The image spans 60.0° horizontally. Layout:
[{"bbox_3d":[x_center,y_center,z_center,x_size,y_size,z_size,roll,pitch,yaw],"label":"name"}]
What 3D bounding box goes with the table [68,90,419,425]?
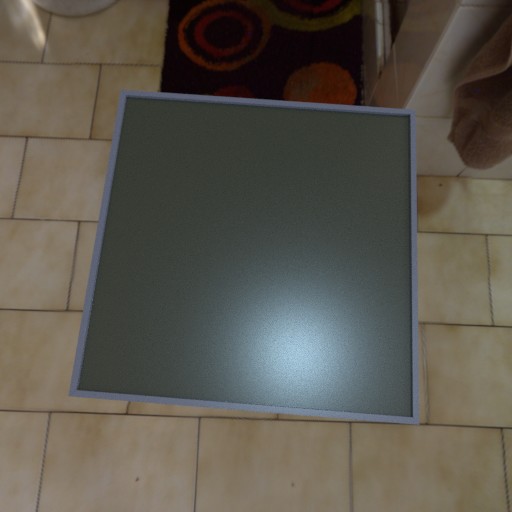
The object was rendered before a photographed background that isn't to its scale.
[{"bbox_3d":[0.000,0.000,1.250,0.801,0.299,0.801,4,76,1],"label":"table"}]
